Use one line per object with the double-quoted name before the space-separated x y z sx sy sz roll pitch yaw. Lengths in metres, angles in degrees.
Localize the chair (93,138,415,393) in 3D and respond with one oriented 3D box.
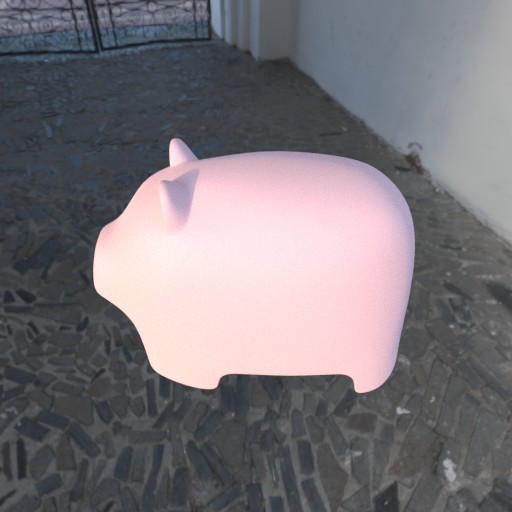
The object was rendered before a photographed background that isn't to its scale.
"chair" 0.000 0.000 0.864 0.619 0.423 0.364 0 42 0
